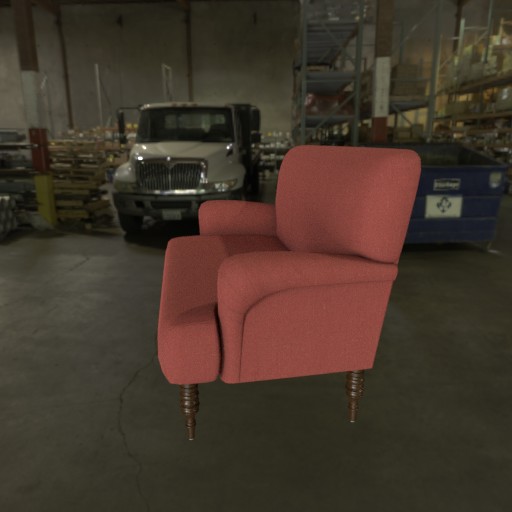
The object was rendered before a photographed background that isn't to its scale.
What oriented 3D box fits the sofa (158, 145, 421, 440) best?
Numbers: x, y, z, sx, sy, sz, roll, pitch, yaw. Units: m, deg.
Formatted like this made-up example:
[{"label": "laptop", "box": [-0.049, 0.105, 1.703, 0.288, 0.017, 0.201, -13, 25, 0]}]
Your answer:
[{"label": "sofa", "box": [0.000, 0.000, 1.856, 0.779, 0.889, 1.297, -2, 15, -9]}]
